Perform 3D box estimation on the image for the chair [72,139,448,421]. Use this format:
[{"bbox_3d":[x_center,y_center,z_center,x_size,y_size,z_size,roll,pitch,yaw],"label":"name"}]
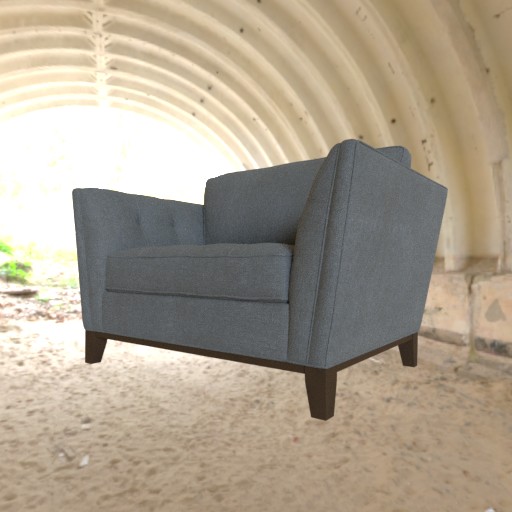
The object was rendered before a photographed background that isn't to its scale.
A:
[{"bbox_3d":[0.000,0.000,1.978,1.396,0.942,0.965,-1,-1,37],"label":"chair"}]
